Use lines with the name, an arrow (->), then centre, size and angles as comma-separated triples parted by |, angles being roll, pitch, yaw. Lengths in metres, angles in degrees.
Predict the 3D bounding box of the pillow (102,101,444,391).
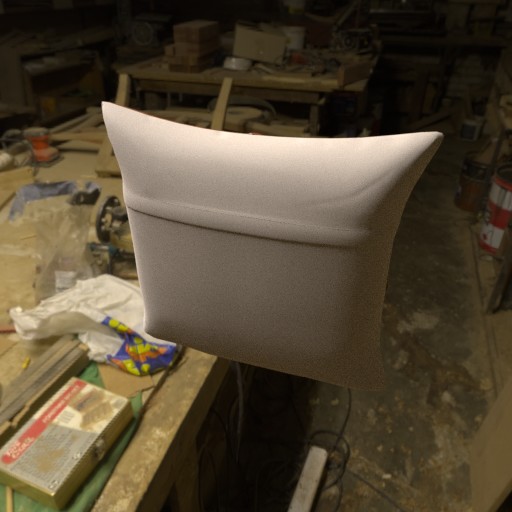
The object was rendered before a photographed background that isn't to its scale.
pillow -> 0.000, 0.000, 0.753 | 0.501, 0.477, 0.192 | 10, 34, 16
